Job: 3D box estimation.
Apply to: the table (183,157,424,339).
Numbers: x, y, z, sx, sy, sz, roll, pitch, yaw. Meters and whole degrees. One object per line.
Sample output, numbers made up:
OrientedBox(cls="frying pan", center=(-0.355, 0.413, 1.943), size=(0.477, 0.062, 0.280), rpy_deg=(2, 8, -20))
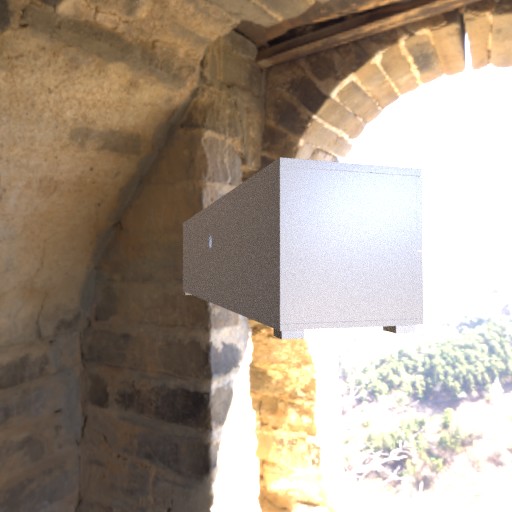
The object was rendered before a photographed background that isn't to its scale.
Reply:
OrientedBox(cls="table", center=(0.000, 0.000, 1.865), size=(0.390, 0.420, 1.650), rpy_deg=(0, -1, -17))
